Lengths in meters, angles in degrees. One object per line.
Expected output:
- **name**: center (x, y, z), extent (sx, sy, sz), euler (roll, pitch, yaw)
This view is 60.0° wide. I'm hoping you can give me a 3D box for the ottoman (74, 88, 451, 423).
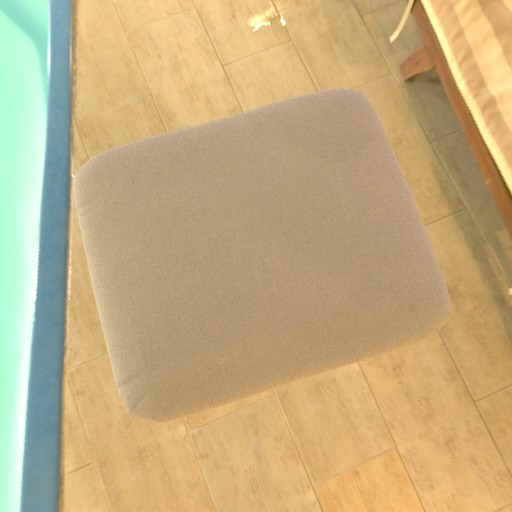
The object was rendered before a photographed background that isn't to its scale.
- **ottoman**: center (0.000, 0.000, 1.117), extent (0.746, 0.450, 0.622), euler (-17, 78, -4)
